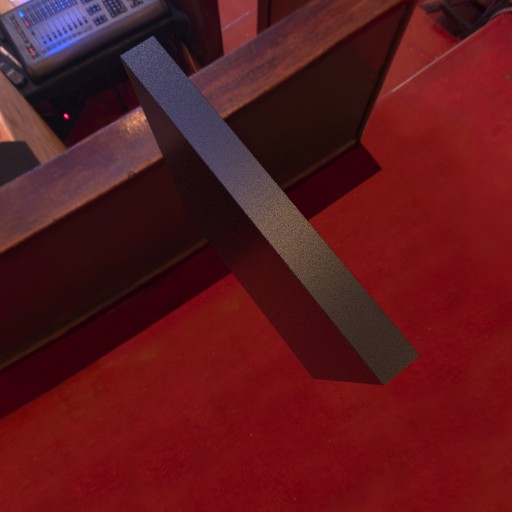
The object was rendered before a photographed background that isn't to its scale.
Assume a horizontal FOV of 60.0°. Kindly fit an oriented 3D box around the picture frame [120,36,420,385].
[{"bbox_3d":[0.000,0.000,0.518,0.034,0.378,0.328,-36,78,-9],"label":"picture frame"}]
